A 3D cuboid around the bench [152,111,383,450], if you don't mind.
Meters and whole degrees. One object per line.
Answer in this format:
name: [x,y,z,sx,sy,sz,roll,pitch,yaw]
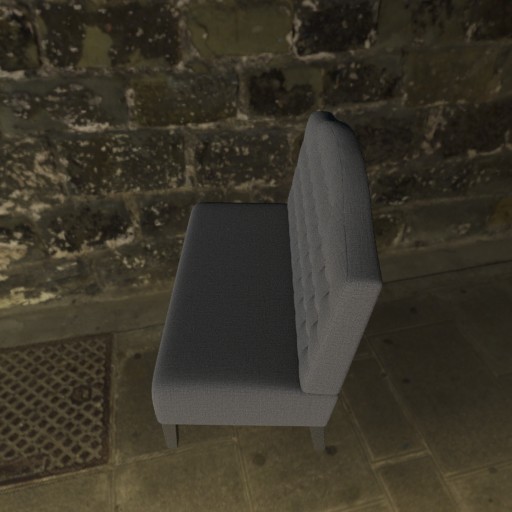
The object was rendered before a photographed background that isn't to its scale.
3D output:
bench: [0.000,0.000,2.109,0.815,1.180,1.335,1,40,1]
